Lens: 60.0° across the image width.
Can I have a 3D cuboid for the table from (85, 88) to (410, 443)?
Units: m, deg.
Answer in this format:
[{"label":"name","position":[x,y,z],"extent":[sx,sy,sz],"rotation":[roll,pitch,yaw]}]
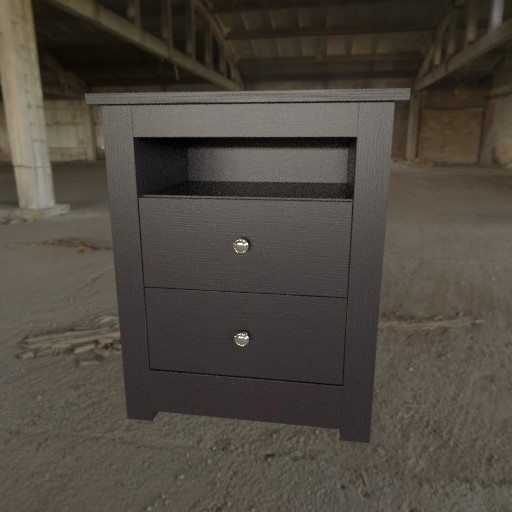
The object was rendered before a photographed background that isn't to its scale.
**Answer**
[{"label":"table","position":[0.000,0.000,1.069],"extent":[0.589,0.711,0.408],"rotation":[2,15,9]}]
